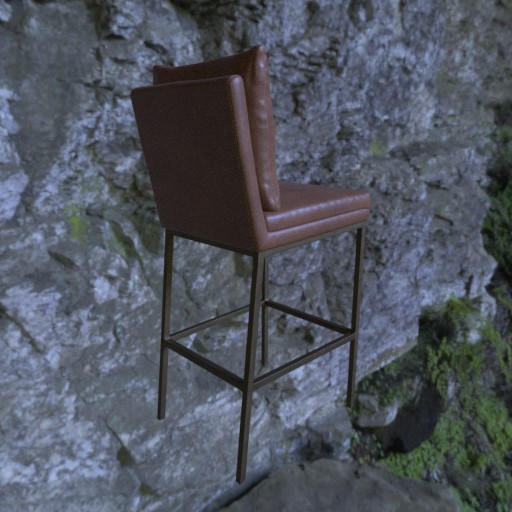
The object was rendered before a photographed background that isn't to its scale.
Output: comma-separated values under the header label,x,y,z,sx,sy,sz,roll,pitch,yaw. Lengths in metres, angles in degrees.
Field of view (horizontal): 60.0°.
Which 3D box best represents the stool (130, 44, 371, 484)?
label,x,y,z,sx,sy,sz,roll,pitch,yaw
stool,0.000,0.000,1.398,0.571,1.124,0.463,-15,21,-43
